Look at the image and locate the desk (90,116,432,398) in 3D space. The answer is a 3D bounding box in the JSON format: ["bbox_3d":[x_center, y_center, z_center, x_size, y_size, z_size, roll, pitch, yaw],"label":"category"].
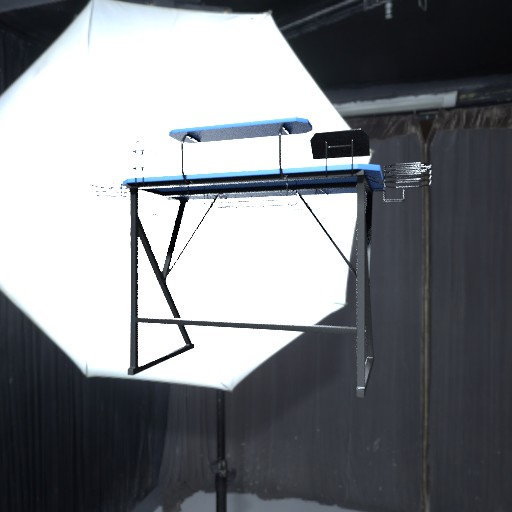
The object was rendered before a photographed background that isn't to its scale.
[{"bbox_3d":[0.000,0.000,1.779,1.295,0.909,0.594,0,0,18],"label":"desk"}]
